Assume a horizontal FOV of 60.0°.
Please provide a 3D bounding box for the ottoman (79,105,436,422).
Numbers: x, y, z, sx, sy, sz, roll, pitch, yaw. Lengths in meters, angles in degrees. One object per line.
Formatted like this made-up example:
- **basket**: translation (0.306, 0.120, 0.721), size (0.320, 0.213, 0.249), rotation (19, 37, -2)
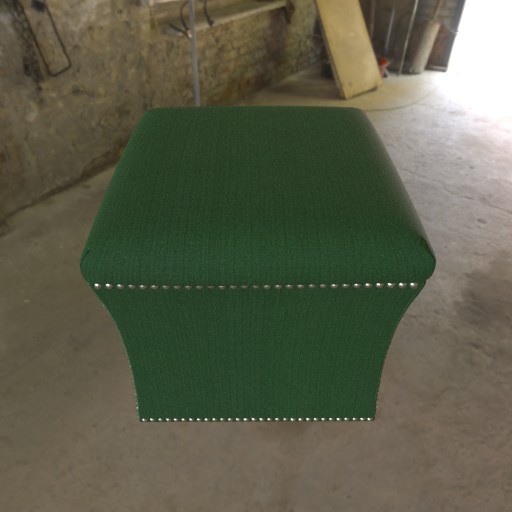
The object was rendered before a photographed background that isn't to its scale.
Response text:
- **ottoman**: translation (0.000, 0.000, 0.895), size (0.497, 0.475, 0.507), rotation (0, 41, 0)
